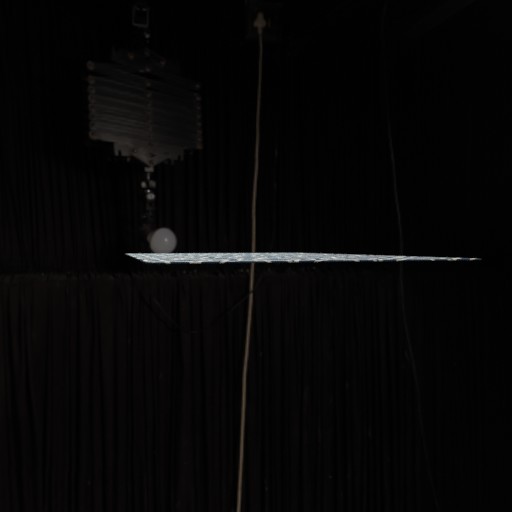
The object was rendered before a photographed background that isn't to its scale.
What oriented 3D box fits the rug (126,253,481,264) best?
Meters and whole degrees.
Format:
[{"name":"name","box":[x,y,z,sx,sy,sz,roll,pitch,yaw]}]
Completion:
[{"name":"rug","box":[0.000,0.000,4.505,2.438,0.010,3.353,0,1,-19]}]
